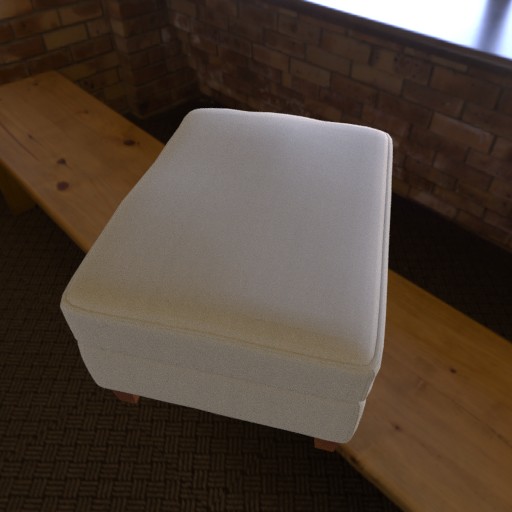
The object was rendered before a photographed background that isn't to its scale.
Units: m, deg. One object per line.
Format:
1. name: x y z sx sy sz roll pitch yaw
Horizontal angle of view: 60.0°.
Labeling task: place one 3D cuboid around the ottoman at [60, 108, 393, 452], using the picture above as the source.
1. ottoman: 0.000 0.000 1.200 0.634 0.496 0.818 10 47 9
